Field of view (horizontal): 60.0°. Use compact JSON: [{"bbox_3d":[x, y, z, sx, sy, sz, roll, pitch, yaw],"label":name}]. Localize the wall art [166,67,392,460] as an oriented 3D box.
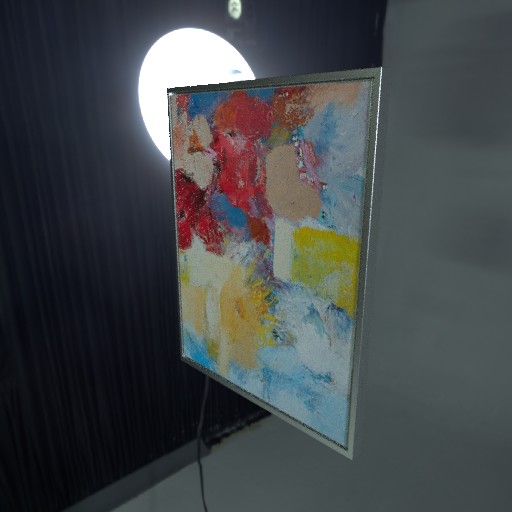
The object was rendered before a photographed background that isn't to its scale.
[{"bbox_3d":[0.000,0.000,0.768,0.444,0.569,0.025,15,23,42],"label":"wall art"}]
